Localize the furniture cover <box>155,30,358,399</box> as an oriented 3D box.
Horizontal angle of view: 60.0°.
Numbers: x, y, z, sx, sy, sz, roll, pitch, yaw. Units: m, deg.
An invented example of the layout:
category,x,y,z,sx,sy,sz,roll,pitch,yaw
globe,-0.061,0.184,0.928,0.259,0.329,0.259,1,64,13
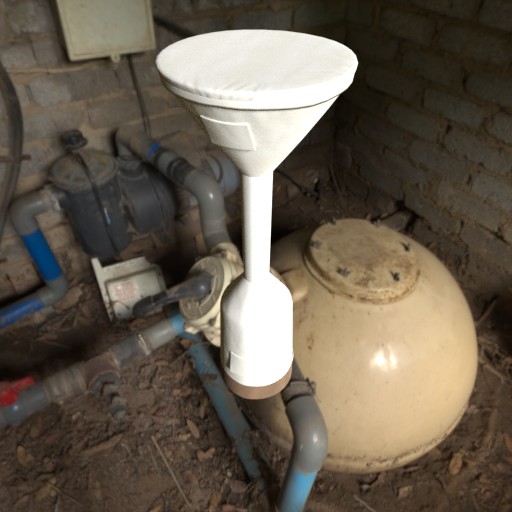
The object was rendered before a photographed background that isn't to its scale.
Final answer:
category,x,y,z,sx,sy,sz,roll,pitch,yaw
furniture cover,0.000,0.000,2.803,0.914,2.413,0.914,13,42,15
